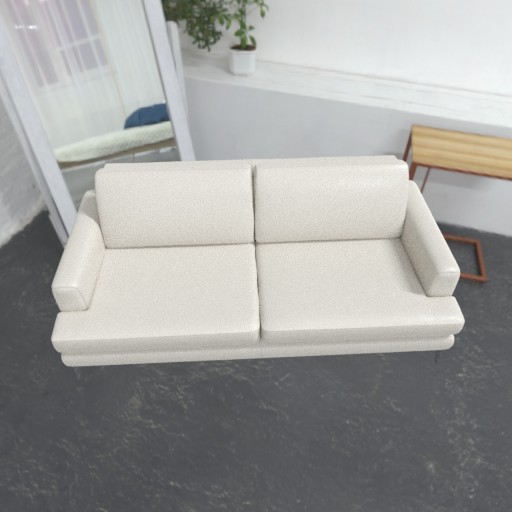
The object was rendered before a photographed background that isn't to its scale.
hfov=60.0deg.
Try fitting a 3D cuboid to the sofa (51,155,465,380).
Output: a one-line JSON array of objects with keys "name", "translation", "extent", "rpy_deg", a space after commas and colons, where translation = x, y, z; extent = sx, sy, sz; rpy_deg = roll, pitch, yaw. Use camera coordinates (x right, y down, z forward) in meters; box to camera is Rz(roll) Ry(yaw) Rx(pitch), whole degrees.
[{"name": "sofa", "translation": [0.000, 0.000, 2.366], "extent": [1.940, 0.765, 0.974], "rpy_deg": [-2, 45, -2]}]
